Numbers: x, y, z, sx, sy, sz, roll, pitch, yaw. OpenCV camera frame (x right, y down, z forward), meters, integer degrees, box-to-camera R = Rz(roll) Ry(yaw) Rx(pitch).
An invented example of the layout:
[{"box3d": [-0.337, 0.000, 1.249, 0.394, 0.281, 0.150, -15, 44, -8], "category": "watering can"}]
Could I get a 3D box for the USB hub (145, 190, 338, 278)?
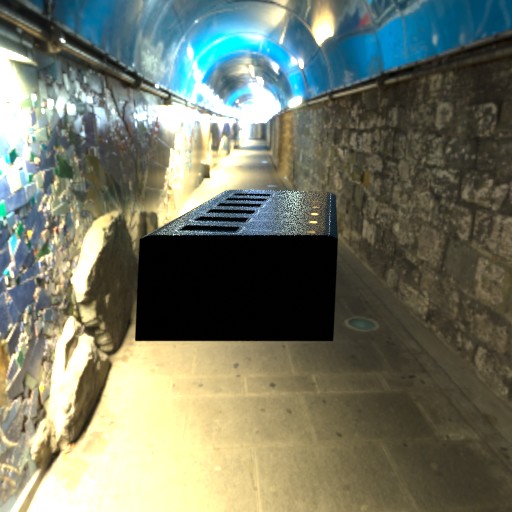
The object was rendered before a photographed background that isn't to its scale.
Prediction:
[{"box3d": [0.000, 0.000, 0.125, 0.044, 0.023, 0.110, 3, 16, 9], "category": "USB hub"}]
